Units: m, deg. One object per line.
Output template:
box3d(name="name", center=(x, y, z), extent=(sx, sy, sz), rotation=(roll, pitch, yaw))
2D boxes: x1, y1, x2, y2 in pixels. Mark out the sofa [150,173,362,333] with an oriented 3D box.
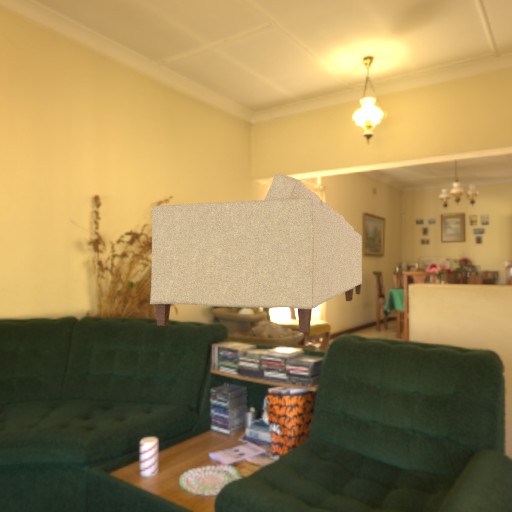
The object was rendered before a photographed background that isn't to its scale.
box3d(name="sofa", center=(0.000, 0.000, 3.970), extent=(1.625, 0.846, 3.186), rotation=(0, -1, 18))
